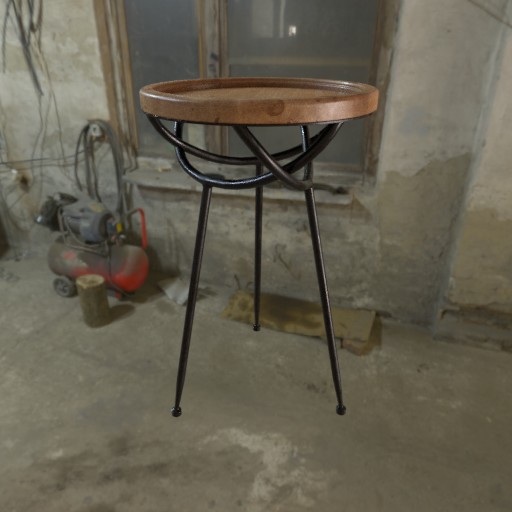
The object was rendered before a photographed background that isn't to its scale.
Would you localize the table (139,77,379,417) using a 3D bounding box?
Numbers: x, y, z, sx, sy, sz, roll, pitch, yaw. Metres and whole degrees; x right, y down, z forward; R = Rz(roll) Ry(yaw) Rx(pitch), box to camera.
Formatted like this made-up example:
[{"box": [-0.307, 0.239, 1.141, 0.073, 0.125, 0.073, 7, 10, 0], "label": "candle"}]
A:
[{"box": [0.000, 0.000, 0.923, 0.418, 0.664, 0.414, -8, 27, -16], "label": "table"}]
